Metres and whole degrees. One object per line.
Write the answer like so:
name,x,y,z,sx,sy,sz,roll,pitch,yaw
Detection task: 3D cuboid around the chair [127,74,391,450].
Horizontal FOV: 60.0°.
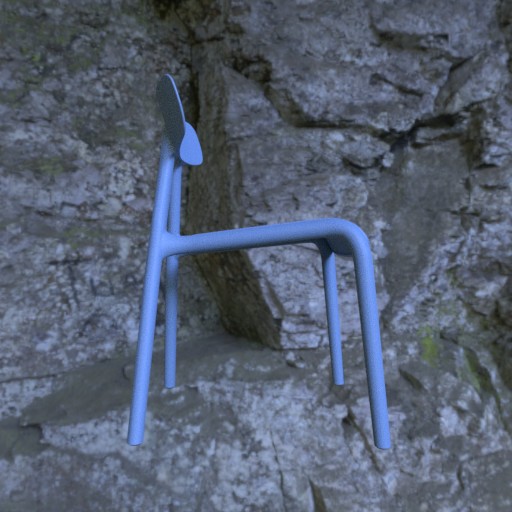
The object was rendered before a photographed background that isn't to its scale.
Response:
chair,0.000,0.000,0.834,0.401,0.580,0.356,0,0,-1
